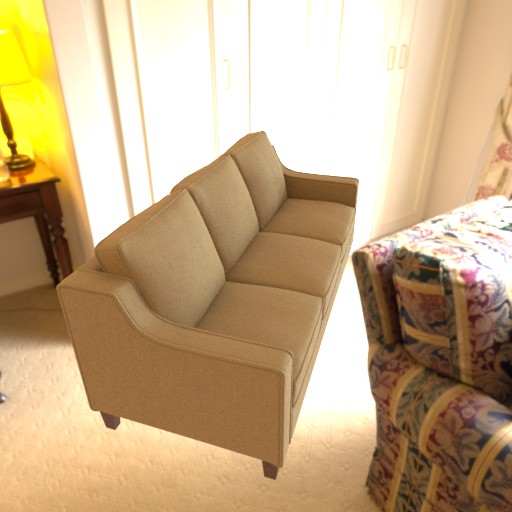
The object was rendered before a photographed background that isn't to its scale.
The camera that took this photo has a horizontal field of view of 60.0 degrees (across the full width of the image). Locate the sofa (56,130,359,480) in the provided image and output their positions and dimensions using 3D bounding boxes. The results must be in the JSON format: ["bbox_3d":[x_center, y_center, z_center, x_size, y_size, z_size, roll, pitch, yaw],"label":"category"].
[{"bbox_3d":[0.000,0.000,2.499,0.911,0.974,1.986,10,31,16],"label":"sofa"}]
